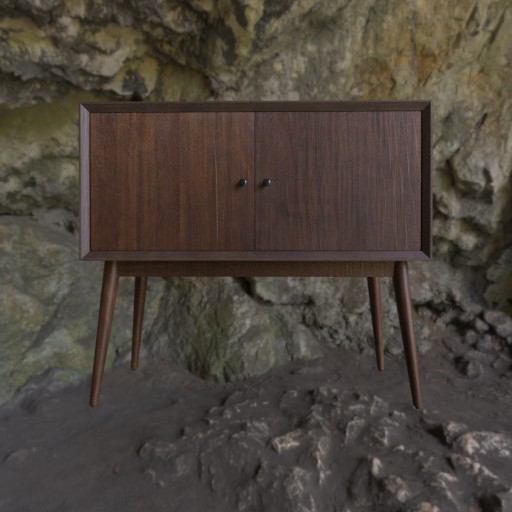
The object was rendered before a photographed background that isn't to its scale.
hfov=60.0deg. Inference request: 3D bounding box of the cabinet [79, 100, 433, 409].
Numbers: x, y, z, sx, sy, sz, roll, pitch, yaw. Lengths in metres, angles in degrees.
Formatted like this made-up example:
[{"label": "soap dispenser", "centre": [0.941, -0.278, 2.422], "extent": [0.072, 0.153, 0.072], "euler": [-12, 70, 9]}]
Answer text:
[{"label": "cabinet", "centre": [0.000, 0.000, 1.107], "extent": [0.743, 0.654, 0.354], "euler": [0, 0, 1]}]
